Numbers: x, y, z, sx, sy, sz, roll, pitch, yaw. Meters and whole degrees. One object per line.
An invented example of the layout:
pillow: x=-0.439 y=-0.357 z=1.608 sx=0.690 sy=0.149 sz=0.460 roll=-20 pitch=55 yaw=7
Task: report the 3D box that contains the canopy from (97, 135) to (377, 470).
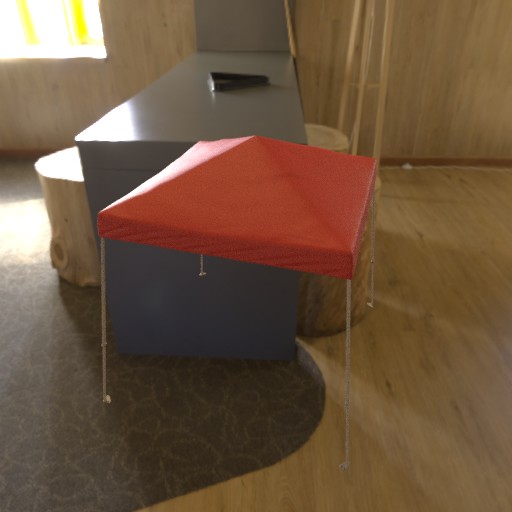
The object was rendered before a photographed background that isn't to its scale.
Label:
canopy: x=0.000 y=0.000 z=6.598 sx=3.600 sy=3.600 sz=3.599 roll=9 pitch=33 yaw=15
